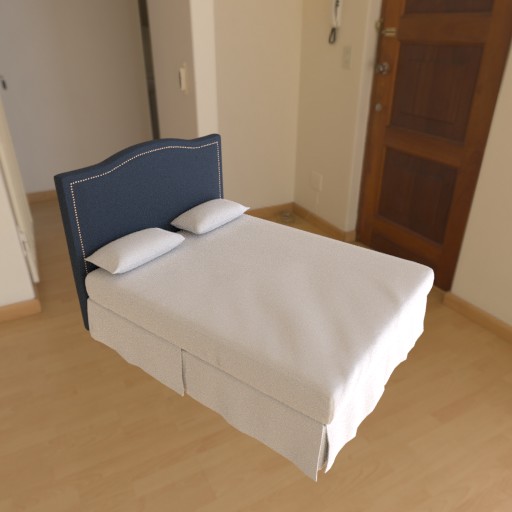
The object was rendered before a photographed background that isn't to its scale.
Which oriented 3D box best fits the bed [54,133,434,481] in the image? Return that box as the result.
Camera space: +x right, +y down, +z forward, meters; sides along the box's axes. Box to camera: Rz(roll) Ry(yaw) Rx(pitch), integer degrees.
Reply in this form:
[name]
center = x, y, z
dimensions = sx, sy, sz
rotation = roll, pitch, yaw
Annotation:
[bed]
center = 0.000, 0.000, 3.375
dimensions = 2.282, 1.436, 1.821
rotation = 19, 33, 32
